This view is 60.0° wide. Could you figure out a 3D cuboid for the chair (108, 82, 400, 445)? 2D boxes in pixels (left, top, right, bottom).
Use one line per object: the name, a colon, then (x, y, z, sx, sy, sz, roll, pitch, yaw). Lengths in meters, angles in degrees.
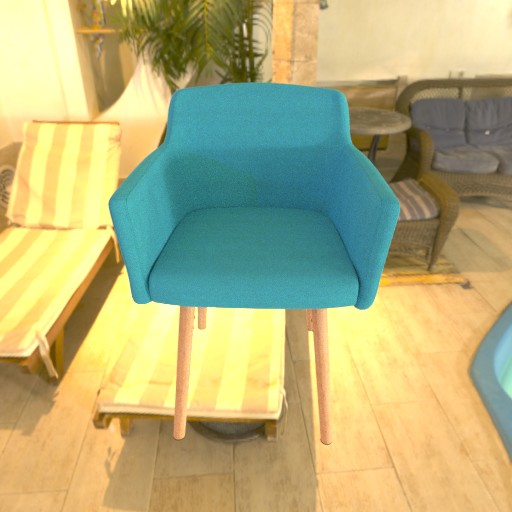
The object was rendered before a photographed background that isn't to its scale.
chair: (0.000, 0.000, 1.157, 0.570, 0.780, 0.540, 1, 30, 1)
